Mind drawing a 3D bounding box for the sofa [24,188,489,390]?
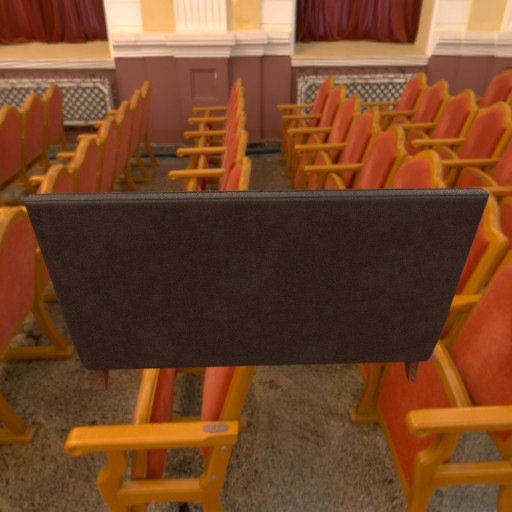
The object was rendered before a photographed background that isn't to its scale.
[{"bbox_3d":[0.000,0.000,1.939,1.473,0.871,0.787,-1,30,-2],"label":"sofa"}]
